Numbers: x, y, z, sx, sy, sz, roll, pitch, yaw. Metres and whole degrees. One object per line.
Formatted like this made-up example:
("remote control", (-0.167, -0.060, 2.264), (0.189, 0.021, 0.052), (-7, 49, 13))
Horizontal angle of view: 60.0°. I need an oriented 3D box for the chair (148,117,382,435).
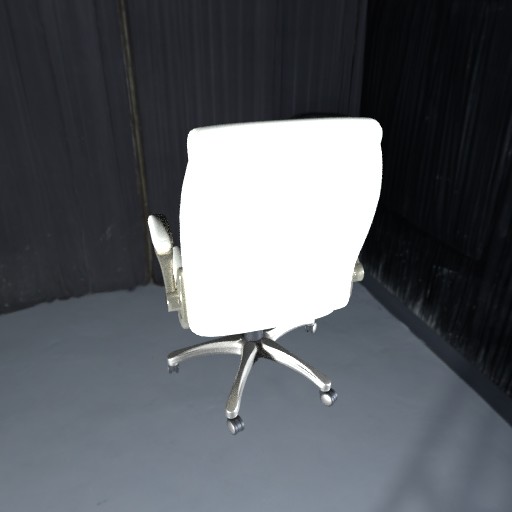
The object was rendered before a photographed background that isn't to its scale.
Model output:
("chair", (0.000, 0.000, 1.648), (0.740, 1.110, 0.794), (-10, 29, -17))
